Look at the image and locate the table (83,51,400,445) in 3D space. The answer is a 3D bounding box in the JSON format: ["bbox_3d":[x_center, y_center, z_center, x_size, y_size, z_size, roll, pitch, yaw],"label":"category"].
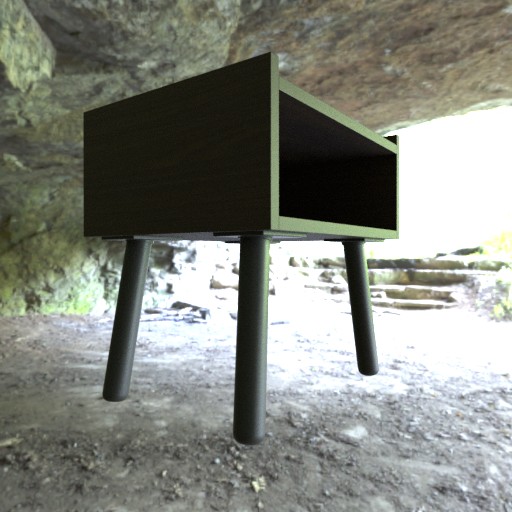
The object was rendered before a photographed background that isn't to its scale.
[{"bbox_3d":[0.000,0.000,0.798,0.370,0.470,0.450,0,0,36],"label":"table"}]
